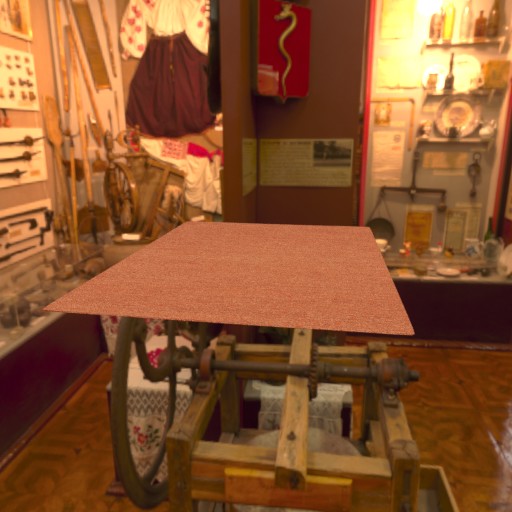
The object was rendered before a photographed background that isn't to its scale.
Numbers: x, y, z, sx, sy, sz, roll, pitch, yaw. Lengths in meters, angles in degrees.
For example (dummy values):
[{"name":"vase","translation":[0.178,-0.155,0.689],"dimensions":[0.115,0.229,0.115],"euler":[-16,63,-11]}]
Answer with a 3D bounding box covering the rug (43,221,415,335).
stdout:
[{"name":"rug","translation":[0.000,0.000,2.837],"dimensions":[1.594,0.009,2.112],"euler":[2,15,9]}]
